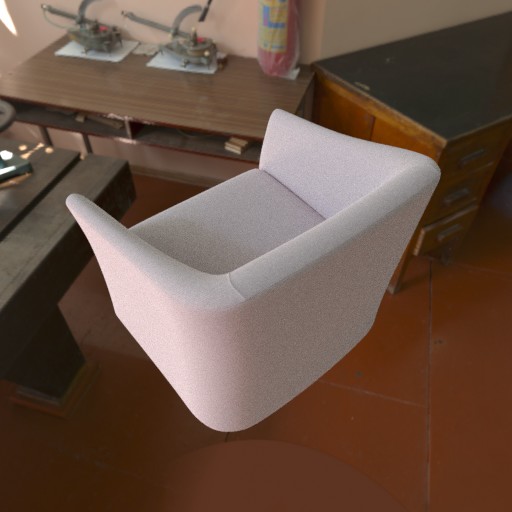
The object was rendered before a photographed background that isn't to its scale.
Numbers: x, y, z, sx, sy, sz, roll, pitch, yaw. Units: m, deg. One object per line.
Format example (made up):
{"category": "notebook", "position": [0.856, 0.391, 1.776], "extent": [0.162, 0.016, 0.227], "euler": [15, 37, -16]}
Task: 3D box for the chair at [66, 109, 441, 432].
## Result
{"category": "chair", "position": [0.000, 0.000, 1.343], "extent": [0.790, 0.720, 0.700], "euler": [-31, 53, -26]}
